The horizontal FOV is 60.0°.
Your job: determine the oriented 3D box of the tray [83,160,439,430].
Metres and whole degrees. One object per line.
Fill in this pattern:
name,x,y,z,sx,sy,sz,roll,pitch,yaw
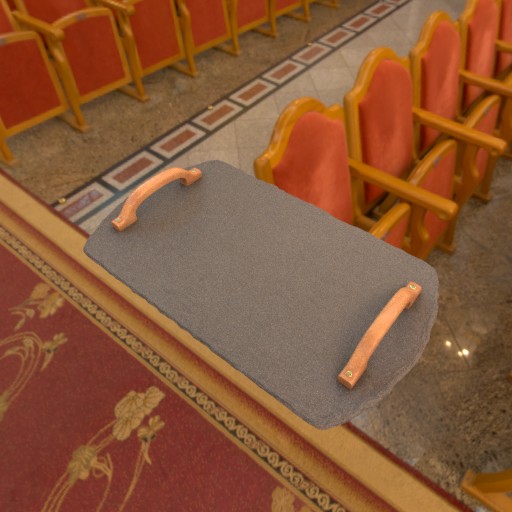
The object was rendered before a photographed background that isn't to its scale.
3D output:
tray,0.000,0.000,0.485,0.387,0.062,0.231,31,54,26
